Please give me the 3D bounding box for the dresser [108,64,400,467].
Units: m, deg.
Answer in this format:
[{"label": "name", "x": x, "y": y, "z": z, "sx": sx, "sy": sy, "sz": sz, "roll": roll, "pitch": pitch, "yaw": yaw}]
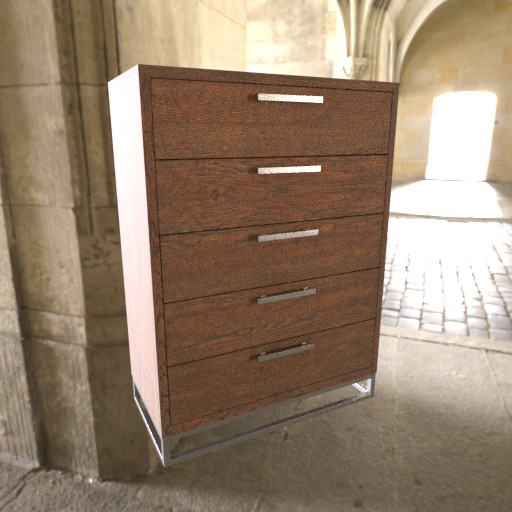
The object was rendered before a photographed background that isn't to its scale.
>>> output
[{"label": "dresser", "x": 0.000, "y": 0.000, "z": 1.798, "sx": 0.965, "sy": 1.321, "sz": 0.508, "roll": -8, "pitch": 17, "yaw": -26}]
